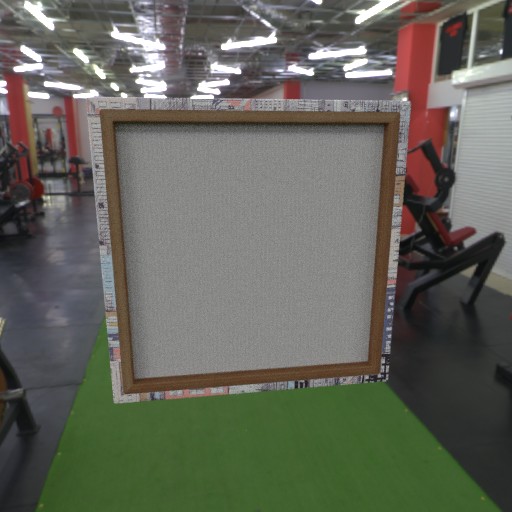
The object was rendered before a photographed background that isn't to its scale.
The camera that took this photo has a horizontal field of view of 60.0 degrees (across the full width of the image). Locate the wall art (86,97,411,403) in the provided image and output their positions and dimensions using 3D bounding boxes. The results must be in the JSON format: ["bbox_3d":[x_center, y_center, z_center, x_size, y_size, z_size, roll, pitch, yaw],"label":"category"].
[{"bbox_3d":[0.000,0.000,1.142,0.761,0.762,0.048,-2,15,-8],"label":"wall art"}]
